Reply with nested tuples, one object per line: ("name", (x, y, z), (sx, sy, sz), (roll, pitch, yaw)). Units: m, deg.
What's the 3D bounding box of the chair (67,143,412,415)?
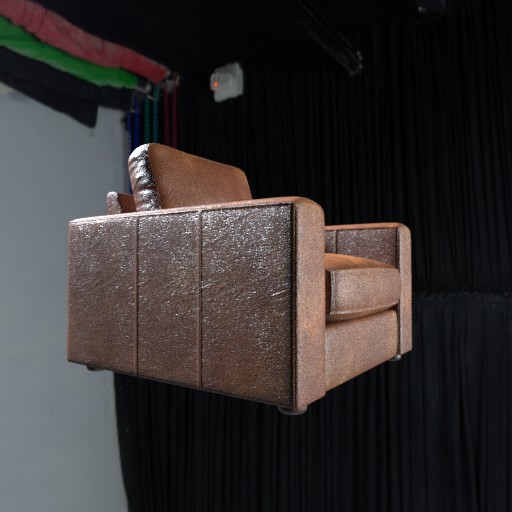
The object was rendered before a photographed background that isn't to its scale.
("chair", (0.000, 0.000, 1.763), (1.016, 0.873, 1.005), (-1, -2, 35))
